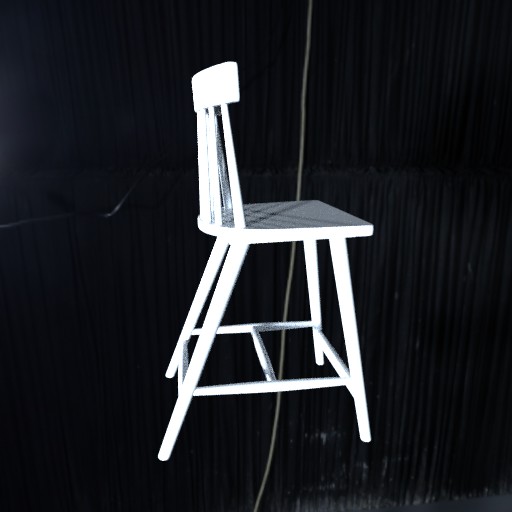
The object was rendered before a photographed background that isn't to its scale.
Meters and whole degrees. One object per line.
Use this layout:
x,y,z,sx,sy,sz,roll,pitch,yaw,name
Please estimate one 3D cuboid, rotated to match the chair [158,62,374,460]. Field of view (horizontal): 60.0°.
0.000,0.000,1.268,0.572,0.952,0.483,-2,14,-8,chair
